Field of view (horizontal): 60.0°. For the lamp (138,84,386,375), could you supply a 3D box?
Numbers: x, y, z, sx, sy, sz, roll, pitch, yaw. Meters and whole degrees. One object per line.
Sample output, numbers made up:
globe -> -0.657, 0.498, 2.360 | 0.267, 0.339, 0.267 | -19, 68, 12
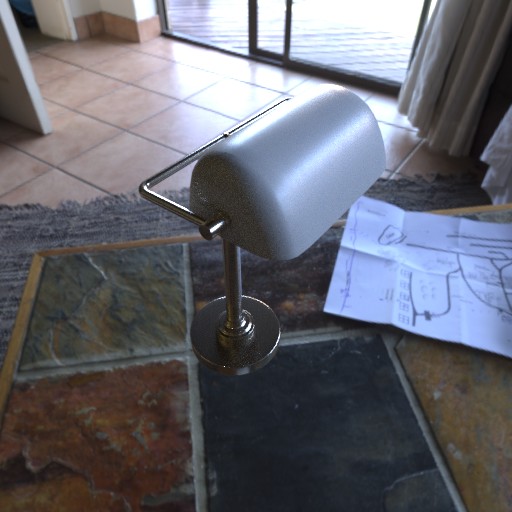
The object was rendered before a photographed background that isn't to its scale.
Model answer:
lamp -> 0.000, 0.000, 0.566 | 0.227, 0.404, 0.269 | 27, 49, 26
